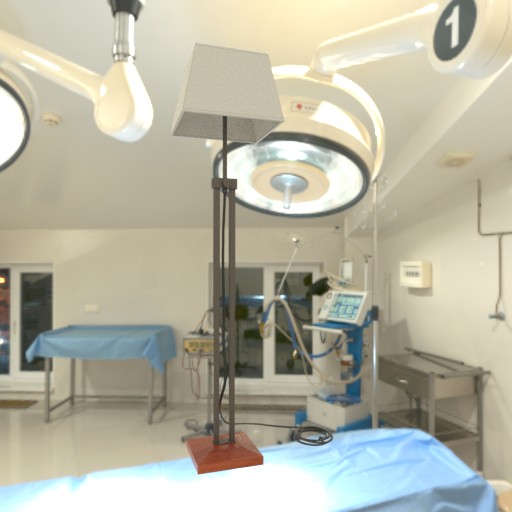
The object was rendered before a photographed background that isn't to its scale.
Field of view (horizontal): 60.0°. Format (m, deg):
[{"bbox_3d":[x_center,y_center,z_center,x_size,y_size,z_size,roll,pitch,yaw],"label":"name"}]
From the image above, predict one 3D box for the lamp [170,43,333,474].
[{"bbox_3d":[0.000,0.000,2.013,0.745,1.712,0.472,0,-1,-18],"label":"lamp"}]
